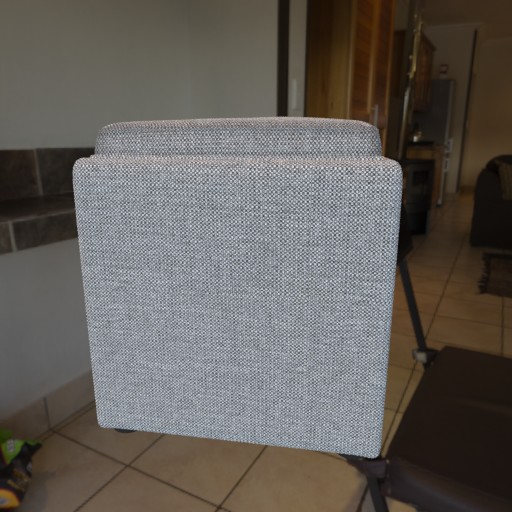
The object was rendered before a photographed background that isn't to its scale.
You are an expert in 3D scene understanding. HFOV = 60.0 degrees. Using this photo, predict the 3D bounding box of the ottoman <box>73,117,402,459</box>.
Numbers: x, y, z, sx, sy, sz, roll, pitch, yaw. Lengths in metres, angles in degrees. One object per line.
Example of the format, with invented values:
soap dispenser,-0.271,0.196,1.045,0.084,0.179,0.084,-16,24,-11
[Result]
ottoman,0.000,0.000,0.818,0.436,0.487,0.454,2,15,9
